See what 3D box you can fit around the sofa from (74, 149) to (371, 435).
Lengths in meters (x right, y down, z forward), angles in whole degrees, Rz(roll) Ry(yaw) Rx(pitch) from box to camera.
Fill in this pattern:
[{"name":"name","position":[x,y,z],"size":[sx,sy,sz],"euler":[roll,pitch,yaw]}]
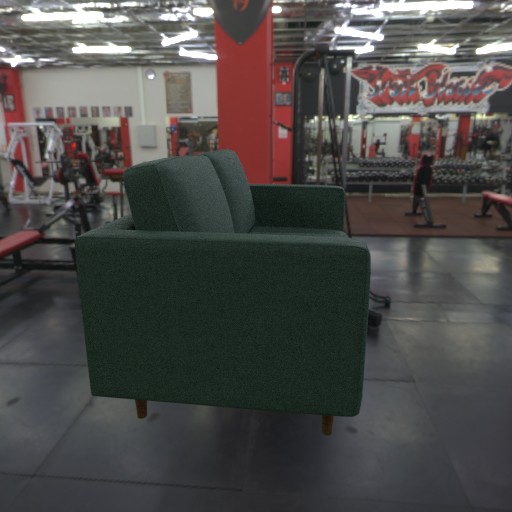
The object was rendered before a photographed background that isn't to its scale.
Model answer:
[{"name":"sofa","position":[0.000,0.000,1.974],"size":[0.879,0.899,1.430],"euler":[2,16,8]}]
